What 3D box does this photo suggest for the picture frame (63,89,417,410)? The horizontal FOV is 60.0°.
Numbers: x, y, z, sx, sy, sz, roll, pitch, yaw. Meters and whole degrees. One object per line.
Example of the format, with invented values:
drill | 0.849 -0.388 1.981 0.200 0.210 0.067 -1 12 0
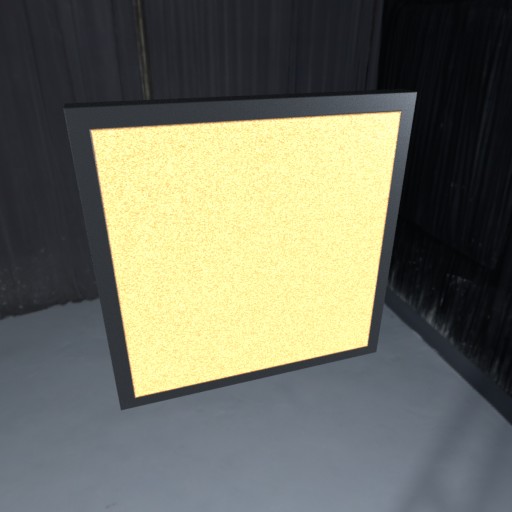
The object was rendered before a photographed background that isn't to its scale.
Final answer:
picture frame | 0.000 0.000 0.519 0.355 0.353 0.029 -8 28 -16
